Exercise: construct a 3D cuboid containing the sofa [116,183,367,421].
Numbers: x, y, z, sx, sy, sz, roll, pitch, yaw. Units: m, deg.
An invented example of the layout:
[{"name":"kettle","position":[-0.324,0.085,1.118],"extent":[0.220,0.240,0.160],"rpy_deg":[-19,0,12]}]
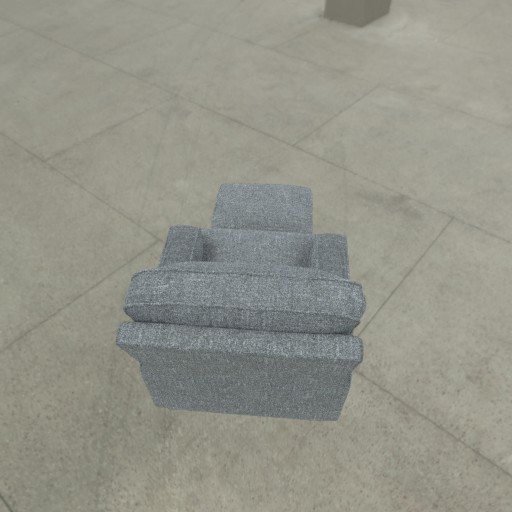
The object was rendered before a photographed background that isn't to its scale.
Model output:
[{"name":"sofa","position":[0.000,0.000,2.079],"extent":[0.861,0.959,1.472],"rpy_deg":[3,46,3]}]
